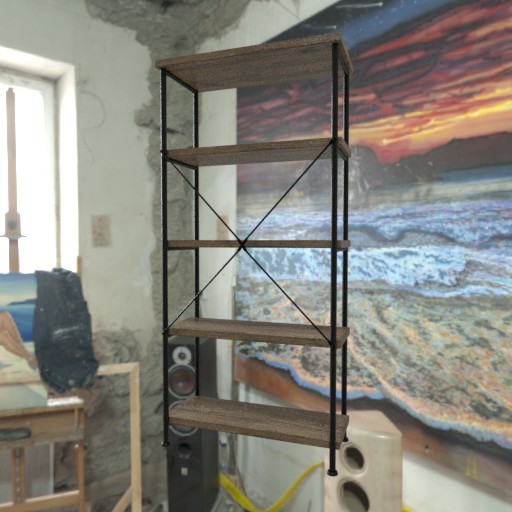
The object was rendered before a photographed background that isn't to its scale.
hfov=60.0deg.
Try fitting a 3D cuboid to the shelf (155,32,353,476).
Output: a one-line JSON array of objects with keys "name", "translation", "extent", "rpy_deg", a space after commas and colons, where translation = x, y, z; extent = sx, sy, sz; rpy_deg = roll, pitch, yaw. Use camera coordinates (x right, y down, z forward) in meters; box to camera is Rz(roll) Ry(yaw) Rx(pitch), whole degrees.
[{"name": "shelf", "translation": [0.000, 0.000, 1.990], "extent": [0.800, 1.700, 0.360], "rpy_deg": [1, 2, 19]}]
